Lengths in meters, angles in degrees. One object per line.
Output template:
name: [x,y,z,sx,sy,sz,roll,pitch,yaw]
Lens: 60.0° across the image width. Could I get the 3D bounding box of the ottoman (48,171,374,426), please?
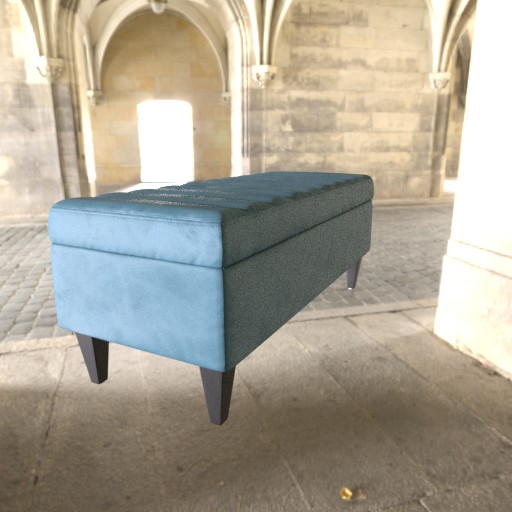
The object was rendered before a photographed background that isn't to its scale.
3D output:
ottoman: [0.000,0.000,1.422,0.482,0.469,1.151,7,16,27]
